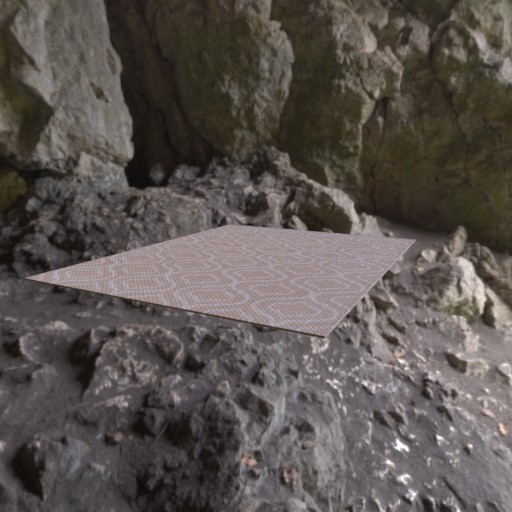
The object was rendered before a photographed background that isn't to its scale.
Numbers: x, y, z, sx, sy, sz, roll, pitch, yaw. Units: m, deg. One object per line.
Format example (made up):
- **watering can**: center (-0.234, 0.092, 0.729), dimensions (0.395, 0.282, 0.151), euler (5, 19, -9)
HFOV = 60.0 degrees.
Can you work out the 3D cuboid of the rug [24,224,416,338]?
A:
- **rug**: center (0.000, 0.000, 3.944), dimensions (2.286, 0.013, 2.894), euler (7, 14, 27)
